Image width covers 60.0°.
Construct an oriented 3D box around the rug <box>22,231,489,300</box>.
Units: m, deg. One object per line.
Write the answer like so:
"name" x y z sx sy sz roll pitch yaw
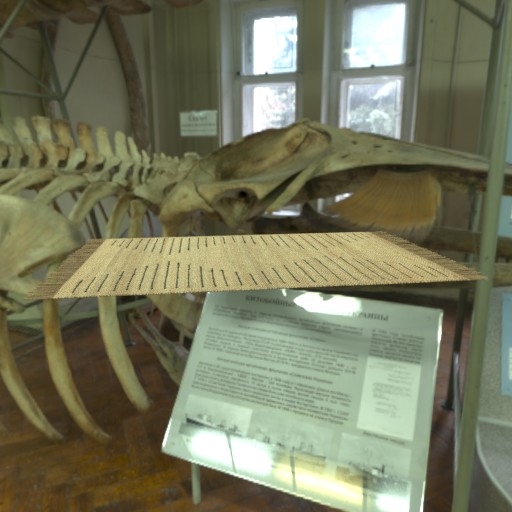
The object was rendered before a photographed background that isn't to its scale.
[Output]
"rug" 0.000 0.000 2.500 2.085 0.027 1.224 -2 14 -8
